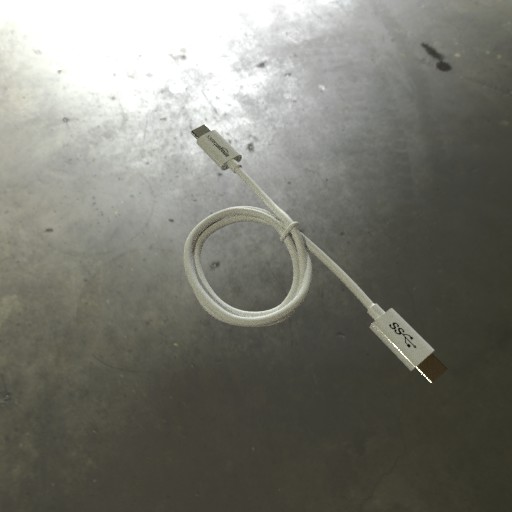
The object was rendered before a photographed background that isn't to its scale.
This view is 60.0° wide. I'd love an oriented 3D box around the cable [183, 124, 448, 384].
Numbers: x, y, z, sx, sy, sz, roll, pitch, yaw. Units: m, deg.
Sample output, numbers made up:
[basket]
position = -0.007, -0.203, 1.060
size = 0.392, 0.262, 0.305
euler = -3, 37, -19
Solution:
[cable]
position = 0.000, 0.000, 0.215
size = 0.070, 0.014, 0.186
euler = -33, 64, -18
